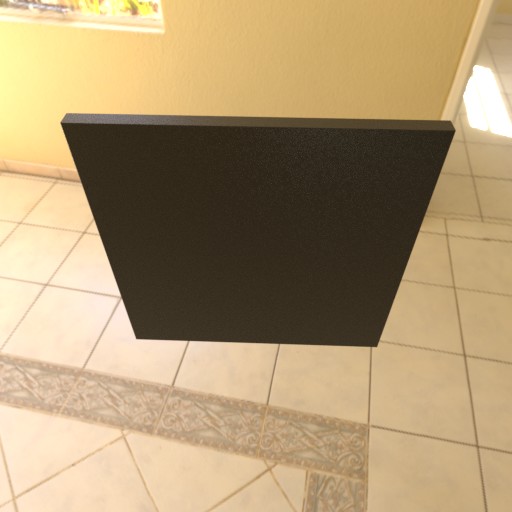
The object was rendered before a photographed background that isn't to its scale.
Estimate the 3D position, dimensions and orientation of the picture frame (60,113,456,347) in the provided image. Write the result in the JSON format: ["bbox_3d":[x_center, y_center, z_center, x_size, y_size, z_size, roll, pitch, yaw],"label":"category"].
[{"bbox_3d":[0.000,0.000,0.836,0.559,0.557,0.029,2,46,2],"label":"picture frame"}]
